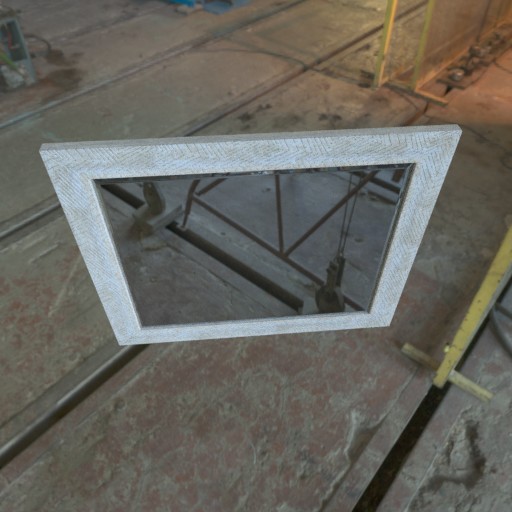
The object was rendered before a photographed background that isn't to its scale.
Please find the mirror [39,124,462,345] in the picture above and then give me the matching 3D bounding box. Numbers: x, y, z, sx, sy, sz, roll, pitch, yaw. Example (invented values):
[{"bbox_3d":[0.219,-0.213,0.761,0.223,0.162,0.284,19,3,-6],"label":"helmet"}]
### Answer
[{"bbox_3d":[0.000,0.000,1.131,0.839,0.689,0.028,-3,46,-3],"label":"mirror"}]
